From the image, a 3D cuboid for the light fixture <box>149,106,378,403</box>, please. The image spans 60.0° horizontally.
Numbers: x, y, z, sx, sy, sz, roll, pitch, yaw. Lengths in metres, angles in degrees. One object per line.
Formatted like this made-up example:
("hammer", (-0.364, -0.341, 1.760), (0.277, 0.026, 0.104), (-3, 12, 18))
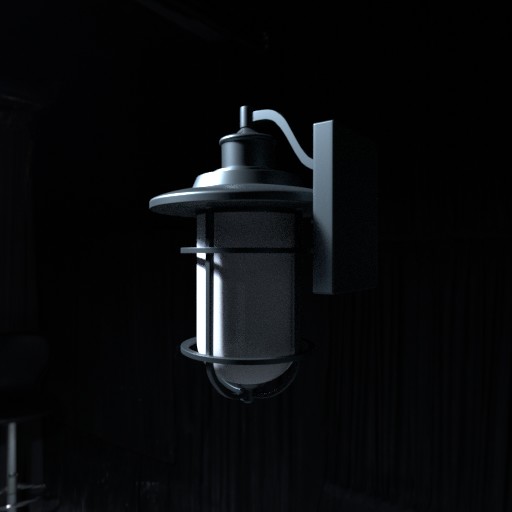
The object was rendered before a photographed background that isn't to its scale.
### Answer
("light fixture", (0.000, 0.000, 0.513), (0.252, 0.345, 0.222), (0, 1, 37))
